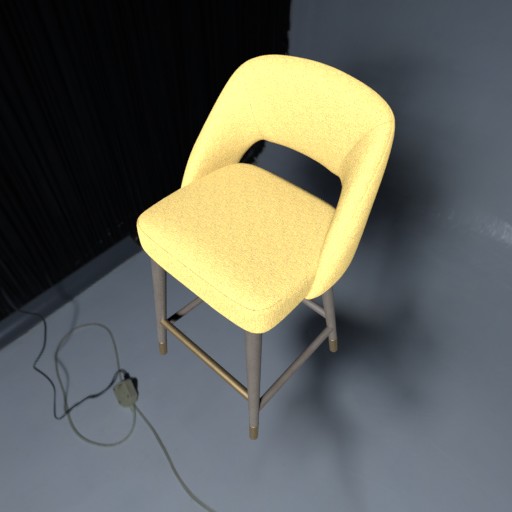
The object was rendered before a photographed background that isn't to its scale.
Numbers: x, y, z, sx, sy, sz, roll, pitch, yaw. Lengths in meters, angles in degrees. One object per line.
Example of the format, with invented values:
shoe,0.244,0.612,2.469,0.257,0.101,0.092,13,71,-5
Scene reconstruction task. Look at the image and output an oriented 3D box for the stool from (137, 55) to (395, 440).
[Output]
stool,0.000,0.000,1.265,0.536,0.939,0.522,34,55,28
